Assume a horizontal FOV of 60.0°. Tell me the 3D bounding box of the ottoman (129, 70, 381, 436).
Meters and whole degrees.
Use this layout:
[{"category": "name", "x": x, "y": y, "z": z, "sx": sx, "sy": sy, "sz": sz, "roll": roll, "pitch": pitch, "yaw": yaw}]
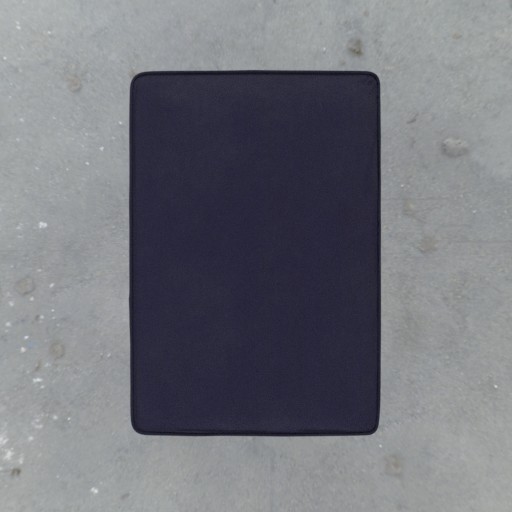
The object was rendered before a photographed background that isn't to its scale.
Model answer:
[{"category": "ottoman", "x": 0.000, "y": 0.000, "z": 1.294, "sx": 0.637, "sy": 0.503, "sz": 0.938, "roll": 0, "pitch": 91, "yaw": 0}]
